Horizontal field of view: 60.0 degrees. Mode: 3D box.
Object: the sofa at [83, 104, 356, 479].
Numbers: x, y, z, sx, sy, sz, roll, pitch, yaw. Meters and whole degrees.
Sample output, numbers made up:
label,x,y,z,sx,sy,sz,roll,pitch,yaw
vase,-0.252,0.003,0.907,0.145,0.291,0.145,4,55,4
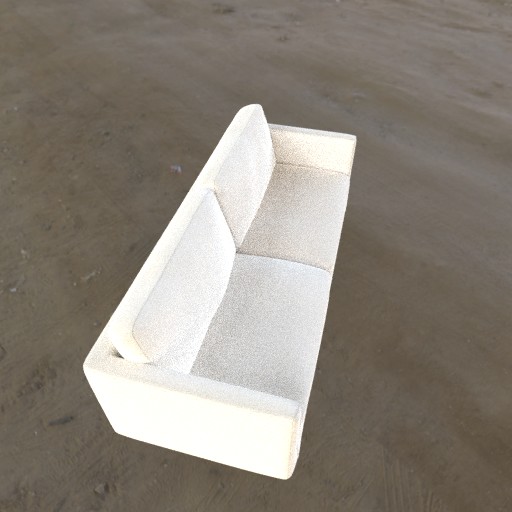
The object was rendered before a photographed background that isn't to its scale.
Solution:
label,x,y,z,sx,sy,sz,roll,pitch,yaw
sofa,0.000,0.000,2.599,0.924,0.933,2.139,11,46,11
